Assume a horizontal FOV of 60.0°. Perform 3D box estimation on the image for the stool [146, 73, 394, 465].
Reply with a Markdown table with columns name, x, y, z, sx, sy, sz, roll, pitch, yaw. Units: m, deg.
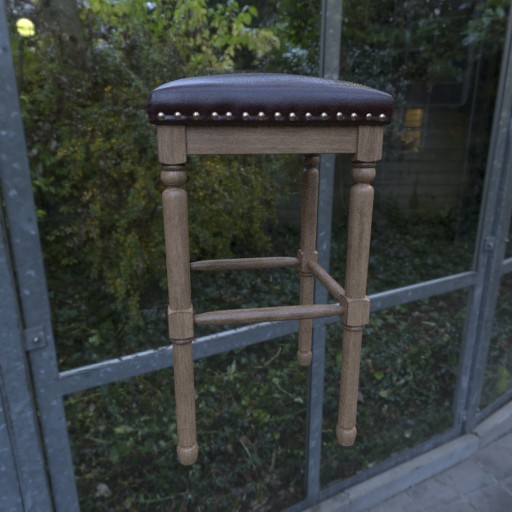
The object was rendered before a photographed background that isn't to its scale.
| name | x | y | z | sx | sy | sz | roll | pitch | yaw |
| --- | --- | --- | --- | --- | --- | --- | --- | --- | --- |
| stool | 0.000 | 0.000 | 0.922 | 0.382 | 0.702 | 0.383 | -3 | 16 | -9 |
